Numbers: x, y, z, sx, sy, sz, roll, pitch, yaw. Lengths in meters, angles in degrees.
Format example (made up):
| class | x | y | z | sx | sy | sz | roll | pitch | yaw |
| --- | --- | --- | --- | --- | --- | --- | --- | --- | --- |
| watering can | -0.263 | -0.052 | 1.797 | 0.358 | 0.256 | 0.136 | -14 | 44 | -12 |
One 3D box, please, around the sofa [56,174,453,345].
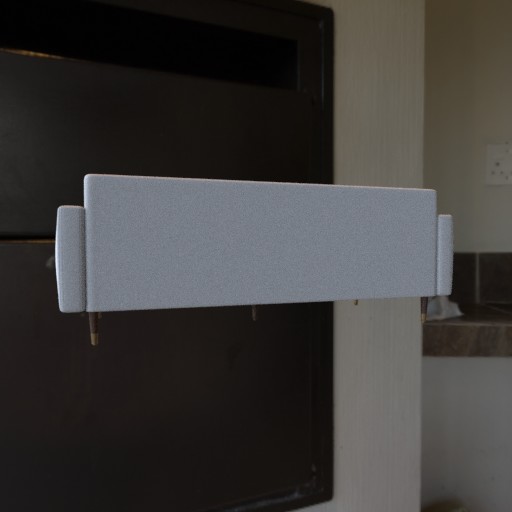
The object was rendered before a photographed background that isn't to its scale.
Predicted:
| class | x | y | z | sx | sy | sz | roll | pitch | yaw |
| --- | --- | --- | --- | --- | --- | --- | --- | --- | --- |
| sofa | 0.000 | 0.000 | 2.828 | 2.291 | 0.821 | 0.990 | -1 | 2 | -18 |
